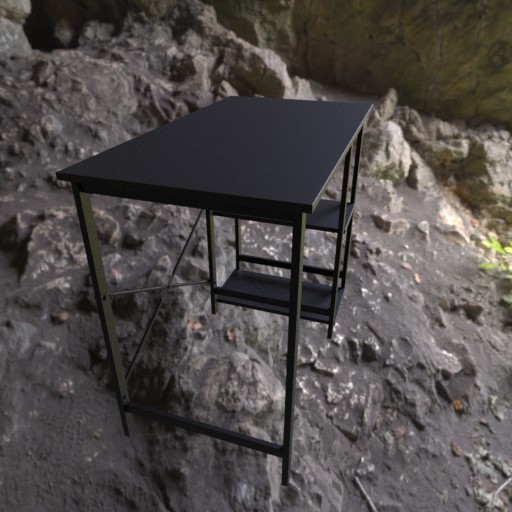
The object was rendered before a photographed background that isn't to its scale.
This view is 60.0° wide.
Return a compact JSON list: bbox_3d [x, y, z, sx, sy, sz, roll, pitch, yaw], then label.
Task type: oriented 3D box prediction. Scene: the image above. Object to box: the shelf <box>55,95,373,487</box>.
[{"bbox_3d":[0.000,0.000,1.325,0.498,0.749,0.902,9,31,16],"label":"shelf"}]
